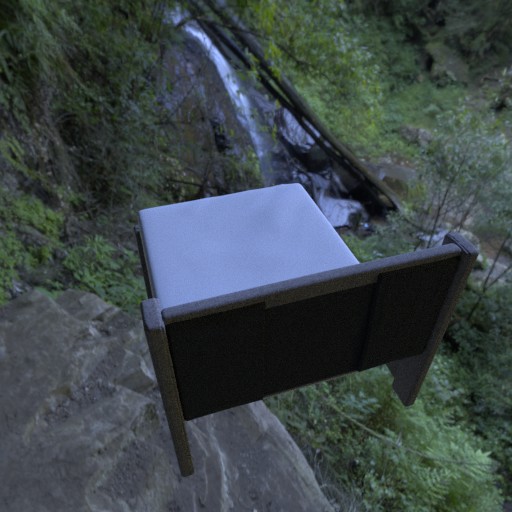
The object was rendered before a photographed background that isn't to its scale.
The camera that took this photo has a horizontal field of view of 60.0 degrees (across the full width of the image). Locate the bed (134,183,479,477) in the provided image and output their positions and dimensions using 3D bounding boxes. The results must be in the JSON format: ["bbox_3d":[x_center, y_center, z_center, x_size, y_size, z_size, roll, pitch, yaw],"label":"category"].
[{"bbox_3d":[0.000,0.000,3.359,1.714,1.476,2.245,-12,42,-13],"label":"bed"}]
